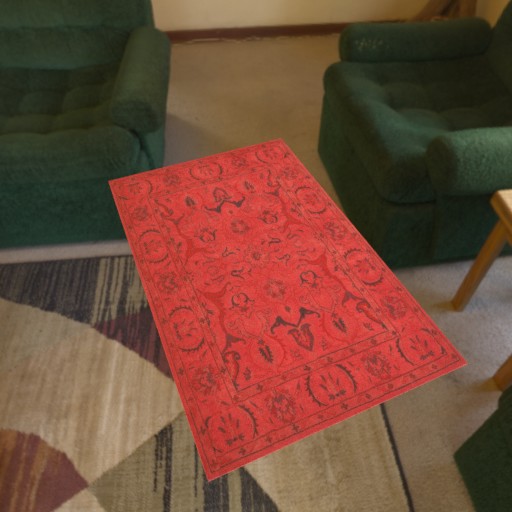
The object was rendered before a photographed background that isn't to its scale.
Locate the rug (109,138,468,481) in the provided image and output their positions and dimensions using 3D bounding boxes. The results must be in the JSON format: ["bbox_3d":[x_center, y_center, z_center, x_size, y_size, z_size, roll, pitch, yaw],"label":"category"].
[{"bbox_3d":[0.000,0.000,3.016,1.534,0.010,2.423,-18,50,-15],"label":"rug"}]
